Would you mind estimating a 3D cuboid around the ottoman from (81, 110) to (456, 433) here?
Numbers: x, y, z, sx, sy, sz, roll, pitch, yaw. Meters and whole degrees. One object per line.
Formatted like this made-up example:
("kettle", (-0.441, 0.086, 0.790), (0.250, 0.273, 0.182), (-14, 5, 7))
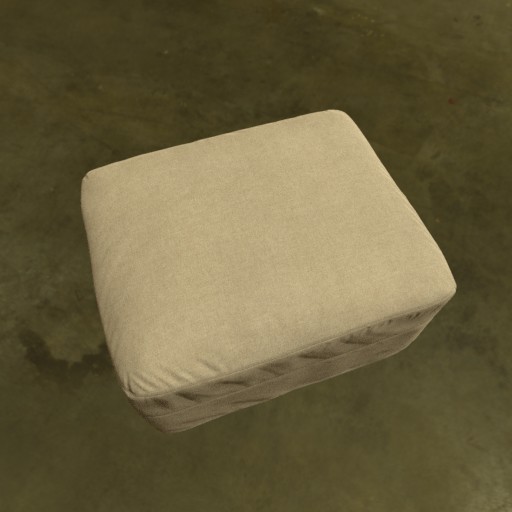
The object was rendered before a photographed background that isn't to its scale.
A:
("ottoman", (0.000, 0.000, 1.243), (0.837, 0.481, 0.683), (-17, 61, -10))
